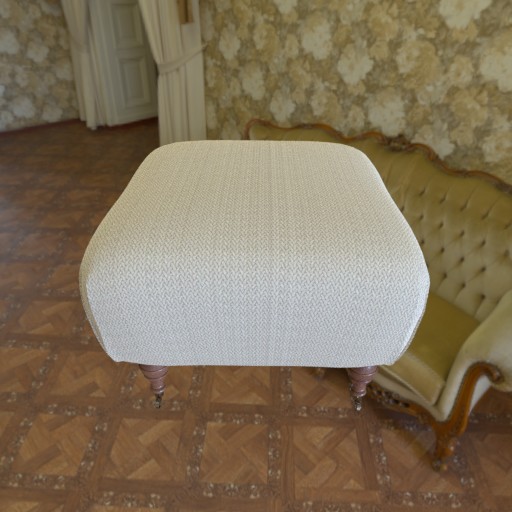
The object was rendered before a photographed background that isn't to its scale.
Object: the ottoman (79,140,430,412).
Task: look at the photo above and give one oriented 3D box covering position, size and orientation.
[{"bbox_3d":[0.000,0.000,1.080,0.622,0.447,0.684,1,32,1],"label":"ottoman"}]
